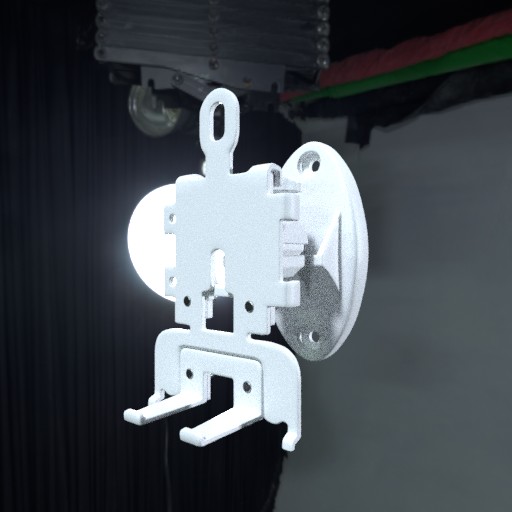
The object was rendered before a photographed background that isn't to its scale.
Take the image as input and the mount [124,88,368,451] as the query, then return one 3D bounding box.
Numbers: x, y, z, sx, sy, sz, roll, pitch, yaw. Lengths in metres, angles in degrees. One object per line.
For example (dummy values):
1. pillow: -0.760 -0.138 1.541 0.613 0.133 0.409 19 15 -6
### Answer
1. mount: 0.000 0.000 0.175 0.066 0.118 0.100 0 1 36
